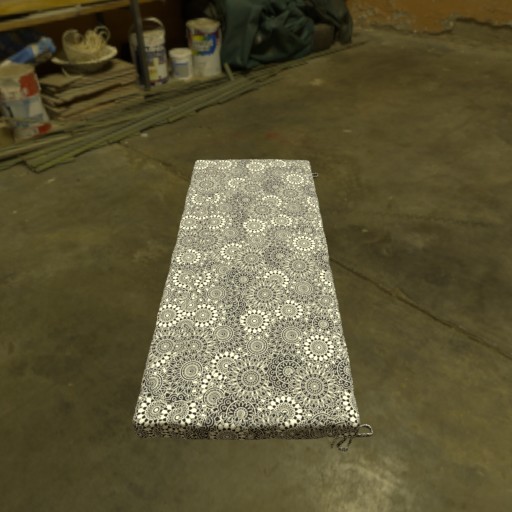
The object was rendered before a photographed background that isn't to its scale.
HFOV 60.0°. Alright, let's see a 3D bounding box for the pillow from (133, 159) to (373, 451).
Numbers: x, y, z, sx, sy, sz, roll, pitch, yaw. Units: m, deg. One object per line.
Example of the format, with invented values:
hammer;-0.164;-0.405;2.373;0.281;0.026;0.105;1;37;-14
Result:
pillow;0.000;0.000;1.331;0.492;0.081;1.187;0;39;0
